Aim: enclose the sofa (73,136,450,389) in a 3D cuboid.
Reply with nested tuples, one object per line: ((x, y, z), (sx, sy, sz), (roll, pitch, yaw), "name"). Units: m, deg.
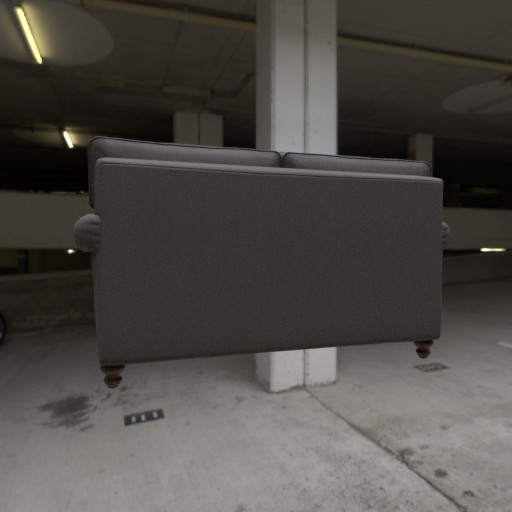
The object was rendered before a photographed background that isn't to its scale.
((0.000, 0.000, 2.205), (1.665, 0.937, 0.964), (0, 1, -18), "sofa")
